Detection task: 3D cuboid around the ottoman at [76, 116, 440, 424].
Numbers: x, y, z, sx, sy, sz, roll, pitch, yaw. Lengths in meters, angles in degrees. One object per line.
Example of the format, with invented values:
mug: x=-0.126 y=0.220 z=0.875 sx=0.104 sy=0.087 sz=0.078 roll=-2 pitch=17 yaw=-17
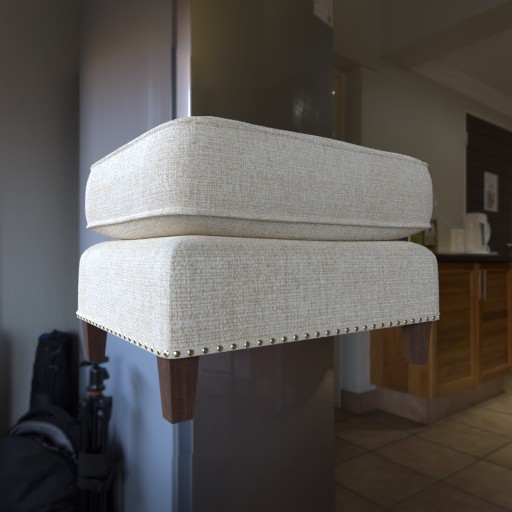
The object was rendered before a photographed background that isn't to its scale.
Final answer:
ottoman: x=0.000 y=0.000 z=1.117 sx=0.738 sy=0.537 sz=0.589 roll=0 pitch=0 yaw=-35
